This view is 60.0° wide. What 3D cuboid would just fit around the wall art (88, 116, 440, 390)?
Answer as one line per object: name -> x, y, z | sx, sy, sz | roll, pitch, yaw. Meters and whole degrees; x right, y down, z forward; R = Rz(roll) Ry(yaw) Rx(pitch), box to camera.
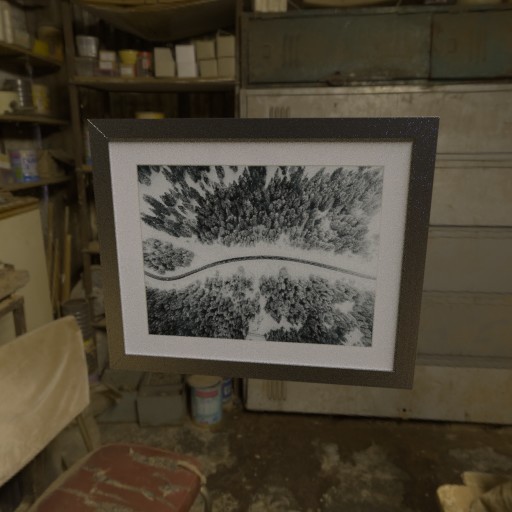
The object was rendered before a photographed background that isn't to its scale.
wall art -> 0.000, 0.000, 0.768 | 0.557, 0.456, 0.032 | 2, 15, 7
